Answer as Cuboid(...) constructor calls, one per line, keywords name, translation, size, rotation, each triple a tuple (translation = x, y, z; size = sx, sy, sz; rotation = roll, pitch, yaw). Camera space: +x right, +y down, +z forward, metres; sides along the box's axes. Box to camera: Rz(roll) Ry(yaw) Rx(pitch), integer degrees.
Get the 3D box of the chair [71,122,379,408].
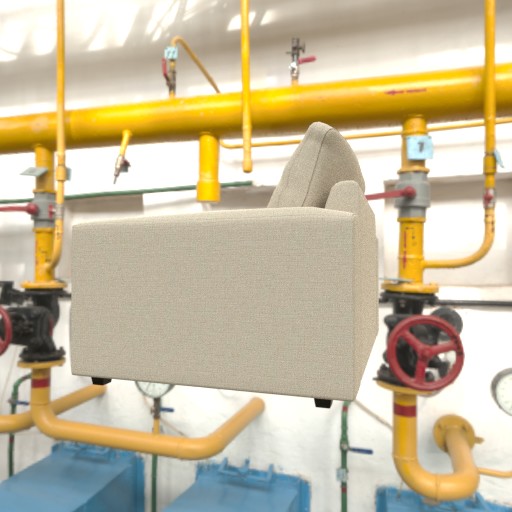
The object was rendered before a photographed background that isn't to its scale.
Cuboid(name="chair", translation=(0.000, 0.000, 2.069), size=(1.039, 0.915, 1.398), rotation=(0, -1, 18))
